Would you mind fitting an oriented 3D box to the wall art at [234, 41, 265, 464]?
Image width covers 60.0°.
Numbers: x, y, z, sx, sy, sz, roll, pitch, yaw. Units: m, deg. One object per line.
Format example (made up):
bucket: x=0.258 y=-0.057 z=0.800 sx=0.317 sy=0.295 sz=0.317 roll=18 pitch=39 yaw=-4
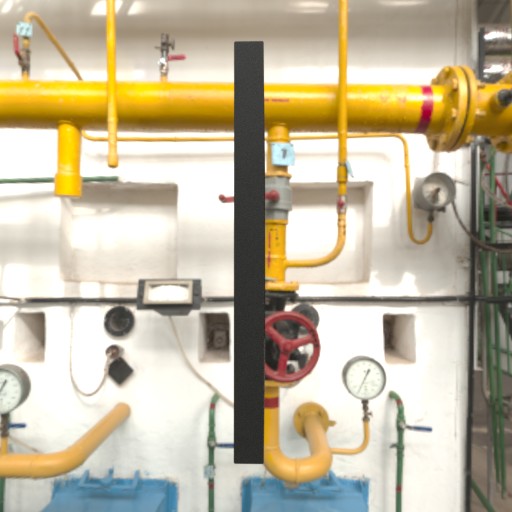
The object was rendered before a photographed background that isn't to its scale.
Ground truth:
wall art: x=0.000 y=0.000 z=0.537 sx=0.021 sy=0.301 sz=0.443 roll=0 pitch=-1 yaw=1
